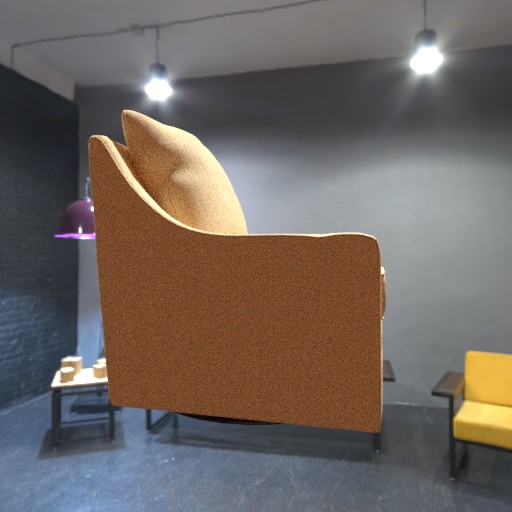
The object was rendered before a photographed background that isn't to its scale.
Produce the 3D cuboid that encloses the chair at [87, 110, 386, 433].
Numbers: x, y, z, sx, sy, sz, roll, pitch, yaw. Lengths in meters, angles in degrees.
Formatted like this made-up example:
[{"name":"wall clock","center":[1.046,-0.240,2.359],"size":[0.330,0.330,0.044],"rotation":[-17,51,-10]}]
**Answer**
[{"name":"chair","center":[0.000,0.000,1.561],"size":[0.876,0.927,0.760],"rotation":[0,0,16]}]
